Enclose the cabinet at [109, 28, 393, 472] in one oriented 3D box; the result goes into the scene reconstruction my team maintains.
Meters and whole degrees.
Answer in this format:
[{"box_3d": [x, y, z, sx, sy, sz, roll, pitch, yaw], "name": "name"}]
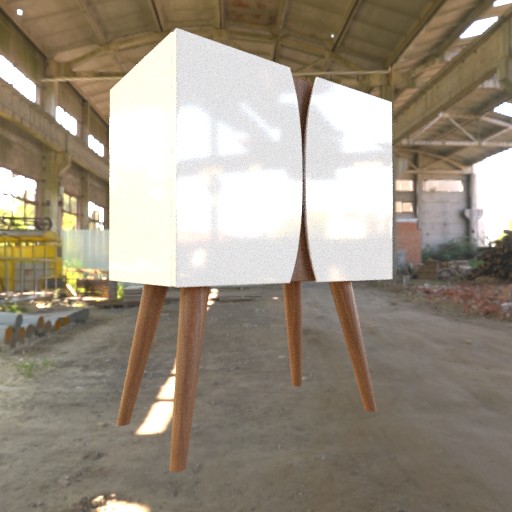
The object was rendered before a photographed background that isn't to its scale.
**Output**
[{"box_3d": [0.000, 0.000, 1.062, 0.591, 0.772, 0.344, 1, -1, -36], "name": "cabinet"}]
